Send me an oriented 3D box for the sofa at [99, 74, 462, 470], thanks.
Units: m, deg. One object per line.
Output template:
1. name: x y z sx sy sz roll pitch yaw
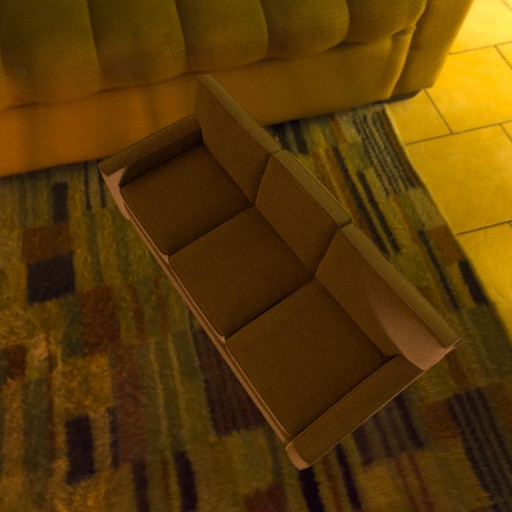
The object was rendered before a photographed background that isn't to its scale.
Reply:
1. sofa: 0.000 0.000 2.572 0.936 0.862 2.093 -33 68 -15
